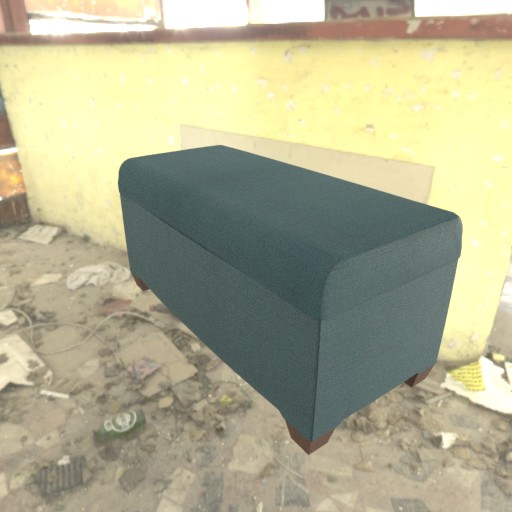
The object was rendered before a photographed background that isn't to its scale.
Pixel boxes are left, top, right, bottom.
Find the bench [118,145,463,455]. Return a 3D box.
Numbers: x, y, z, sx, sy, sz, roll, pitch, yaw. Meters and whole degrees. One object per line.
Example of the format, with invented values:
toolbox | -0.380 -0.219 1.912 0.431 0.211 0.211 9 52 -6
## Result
bench | 0.000 0.000 1.294 0.476 0.474 0.995 -17 30 -32
